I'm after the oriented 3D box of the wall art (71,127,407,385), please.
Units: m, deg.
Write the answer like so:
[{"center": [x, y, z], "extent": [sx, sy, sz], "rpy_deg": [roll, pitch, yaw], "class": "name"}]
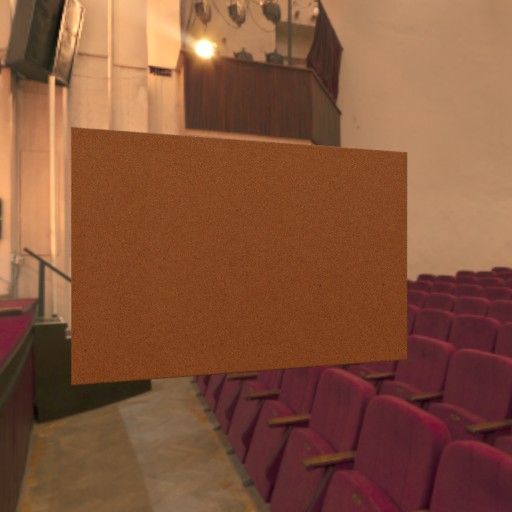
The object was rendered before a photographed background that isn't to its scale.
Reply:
[{"center": [0.000, 0.000, 0.797], "extent": [0.615, 0.410, 0.021], "rpy_deg": [0, 0, -16], "class": "wall art"}]
